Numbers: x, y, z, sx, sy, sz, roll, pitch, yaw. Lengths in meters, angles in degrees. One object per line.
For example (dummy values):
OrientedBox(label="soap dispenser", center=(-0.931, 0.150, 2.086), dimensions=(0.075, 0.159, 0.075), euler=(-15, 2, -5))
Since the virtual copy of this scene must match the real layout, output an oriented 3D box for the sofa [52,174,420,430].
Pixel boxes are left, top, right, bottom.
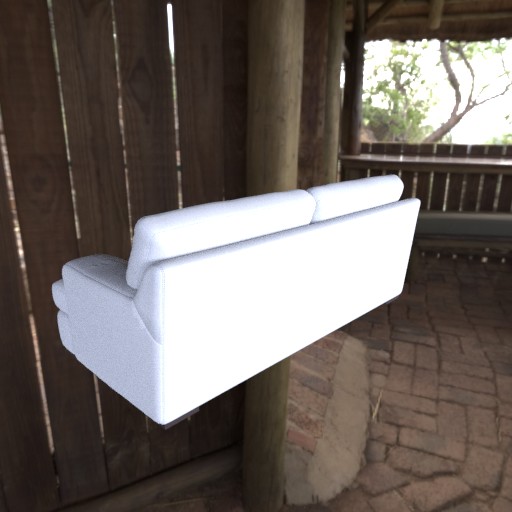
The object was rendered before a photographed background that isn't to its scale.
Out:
OrientedBox(label="sofa", center=(0.000, 0.000, 2.824), dimensions=(1.143, 0.940, 2.261), euler=(16, 23, 42))
